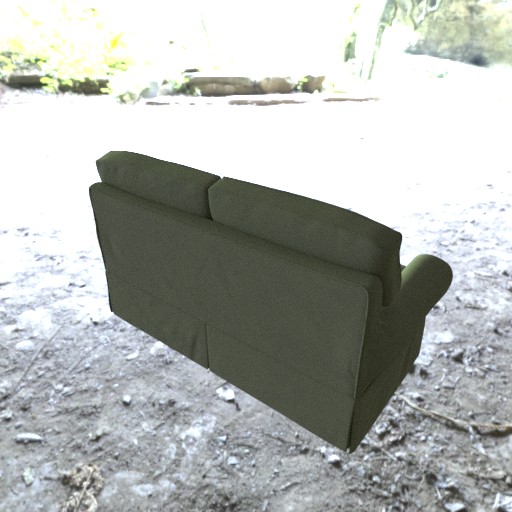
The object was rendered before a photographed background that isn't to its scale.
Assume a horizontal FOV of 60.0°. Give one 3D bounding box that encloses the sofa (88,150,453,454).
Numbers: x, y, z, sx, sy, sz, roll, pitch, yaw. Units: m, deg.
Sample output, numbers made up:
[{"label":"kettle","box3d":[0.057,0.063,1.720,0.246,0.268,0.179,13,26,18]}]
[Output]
[{"label":"sofa","box3d":[0.000,0.000,2.370,1.823,1.024,0.841,21,35,33]}]
